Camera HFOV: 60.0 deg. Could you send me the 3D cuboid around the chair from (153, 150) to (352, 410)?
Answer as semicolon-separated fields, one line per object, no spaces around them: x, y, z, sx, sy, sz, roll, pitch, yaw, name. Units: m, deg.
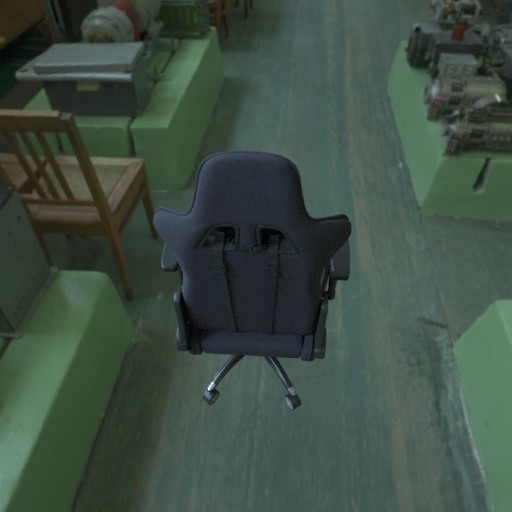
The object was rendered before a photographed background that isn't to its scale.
0.000;0.000;1.743;0.730;1.300;0.695;3;45;3;chair
